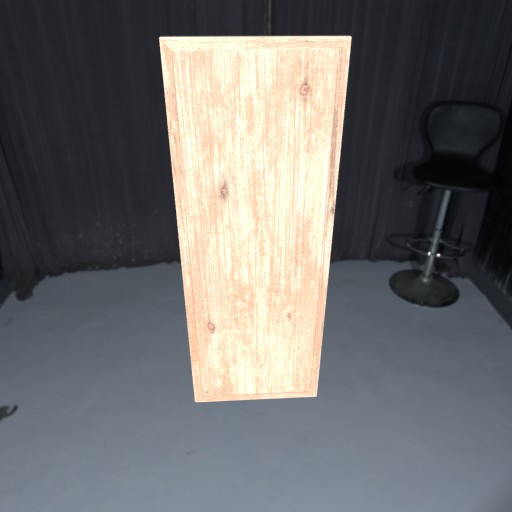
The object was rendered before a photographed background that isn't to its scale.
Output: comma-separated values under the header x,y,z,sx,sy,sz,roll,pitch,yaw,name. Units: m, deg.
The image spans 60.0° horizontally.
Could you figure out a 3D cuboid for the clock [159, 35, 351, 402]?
x,y,z,sx,sy,sz,roll,pitch,yaw,name
0.000,0.000,1.083,0.361,0.965,0.030,-2,30,-3,clock
